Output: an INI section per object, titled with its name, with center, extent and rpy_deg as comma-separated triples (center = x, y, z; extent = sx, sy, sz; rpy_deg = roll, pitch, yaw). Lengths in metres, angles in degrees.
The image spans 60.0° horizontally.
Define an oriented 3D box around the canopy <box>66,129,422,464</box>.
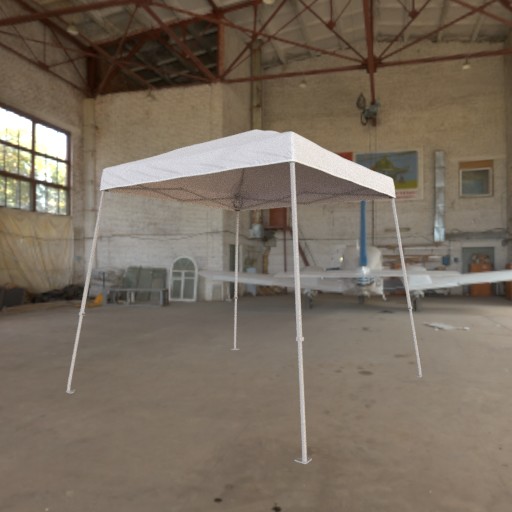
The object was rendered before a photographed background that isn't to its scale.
[canopy]
center = 0.000, 0.000, 4.978
extent = 2.849, 2.849, 2.848
rpy_deg = -1, -1, 35
